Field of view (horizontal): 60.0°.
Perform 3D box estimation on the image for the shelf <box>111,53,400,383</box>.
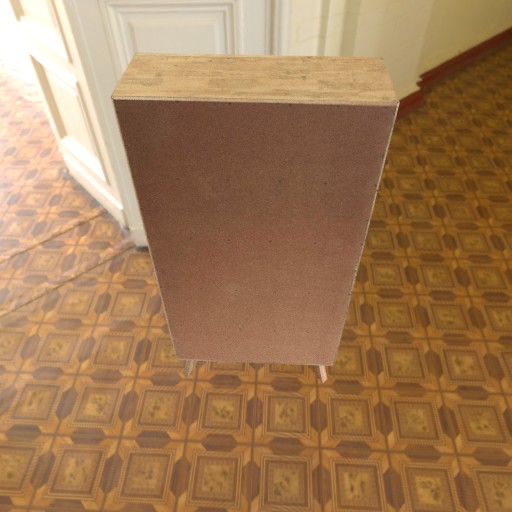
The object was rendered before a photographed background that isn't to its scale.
[{"bbox_3d":[0.000,0.000,1.775,0.748,1.471,0.308,2,46,2],"label":"shelf"}]
